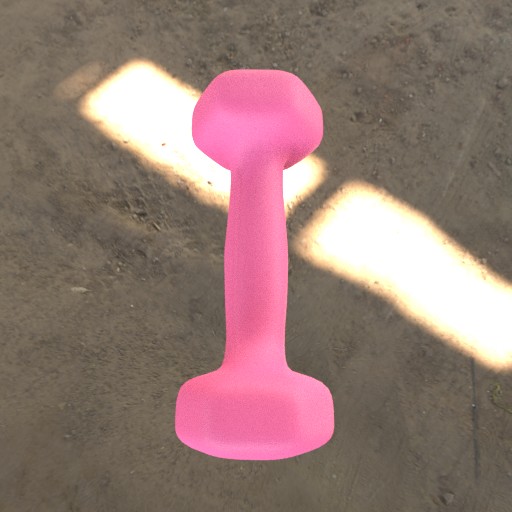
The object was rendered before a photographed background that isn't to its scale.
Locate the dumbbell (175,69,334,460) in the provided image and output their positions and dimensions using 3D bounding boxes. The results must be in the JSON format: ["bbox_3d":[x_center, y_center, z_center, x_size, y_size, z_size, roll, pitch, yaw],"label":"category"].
[{"bbox_3d":[0.000,0.000,0.176,0.058,0.053,0.146,1,74,0],"label":"dumbbell"}]
